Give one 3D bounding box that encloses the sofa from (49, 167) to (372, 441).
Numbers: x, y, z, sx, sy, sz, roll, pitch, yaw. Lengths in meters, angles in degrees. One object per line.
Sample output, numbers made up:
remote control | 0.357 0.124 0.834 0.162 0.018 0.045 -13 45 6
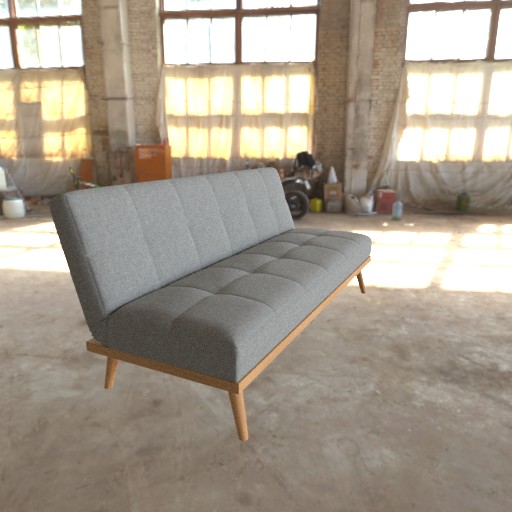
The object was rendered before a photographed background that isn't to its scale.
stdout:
sofa | 0.000 0.000 2.285 0.800 0.800 1.820 7 16 26
